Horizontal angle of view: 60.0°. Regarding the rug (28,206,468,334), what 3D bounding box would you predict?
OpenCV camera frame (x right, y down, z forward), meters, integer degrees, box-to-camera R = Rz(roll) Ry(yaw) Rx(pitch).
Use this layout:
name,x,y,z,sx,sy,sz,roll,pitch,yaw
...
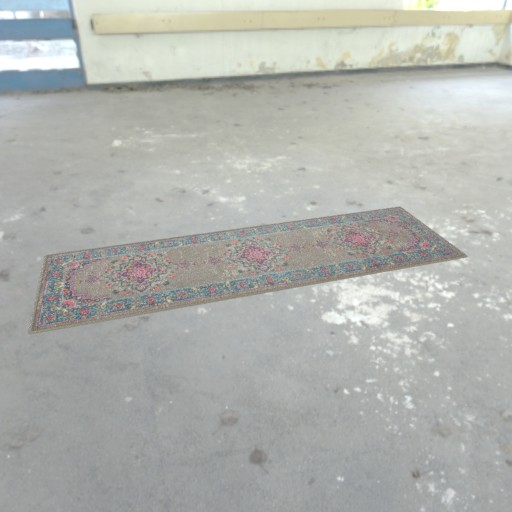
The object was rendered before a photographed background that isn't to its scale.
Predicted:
name,x,y,z,sx,sy,sz,roll,pitch,yaw
rug,0.000,0.000,1.994,1.827,0.012,0.553,-9,32,-14
